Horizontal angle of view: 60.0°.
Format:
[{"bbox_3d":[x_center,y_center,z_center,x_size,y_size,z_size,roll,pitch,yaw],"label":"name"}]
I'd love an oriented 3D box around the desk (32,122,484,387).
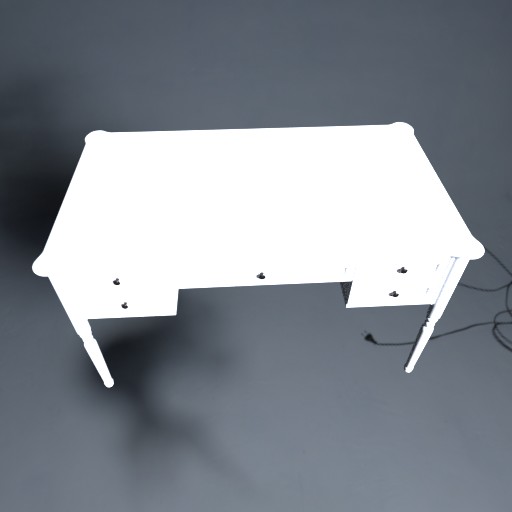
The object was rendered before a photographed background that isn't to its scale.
[{"bbox_3d":[0.000,0.000,1.870,1.380,0.762,0.807,-2,46,-2],"label":"desk"}]
